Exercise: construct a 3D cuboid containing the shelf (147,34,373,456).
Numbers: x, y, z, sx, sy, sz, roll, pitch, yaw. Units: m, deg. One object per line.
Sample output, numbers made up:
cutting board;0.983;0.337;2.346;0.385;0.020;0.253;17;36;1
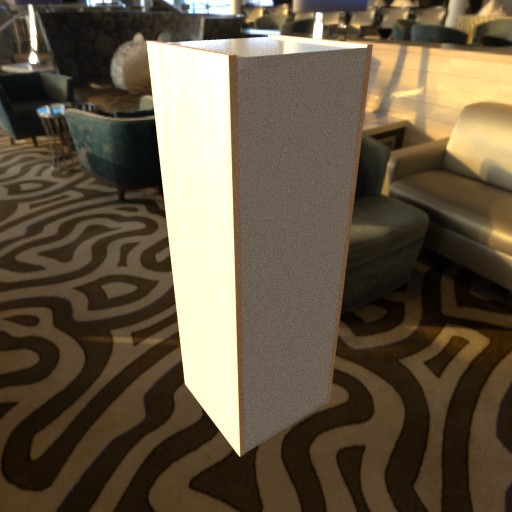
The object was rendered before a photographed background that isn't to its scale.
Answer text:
shelf;0.000;0.000;1.034;0.300;0.900;0.290;-20;36;-30
